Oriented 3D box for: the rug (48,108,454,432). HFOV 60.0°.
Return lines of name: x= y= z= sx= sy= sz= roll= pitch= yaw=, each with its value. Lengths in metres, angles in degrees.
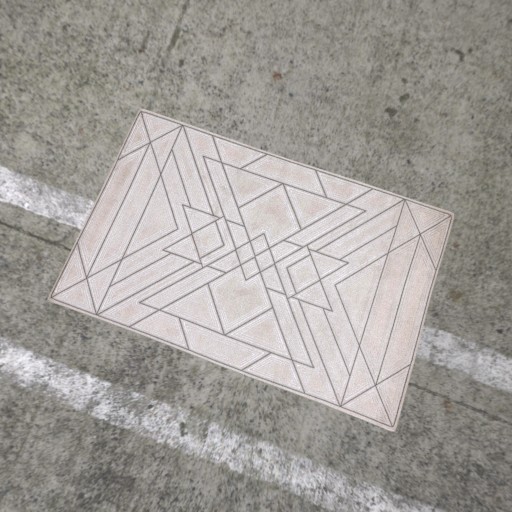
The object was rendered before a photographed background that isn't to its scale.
rug: x=0.000 y=0.000 z=3.097 sx=2.459 sy=0.023 sz=1.575 roll=20 pitch=77 yaw=5
